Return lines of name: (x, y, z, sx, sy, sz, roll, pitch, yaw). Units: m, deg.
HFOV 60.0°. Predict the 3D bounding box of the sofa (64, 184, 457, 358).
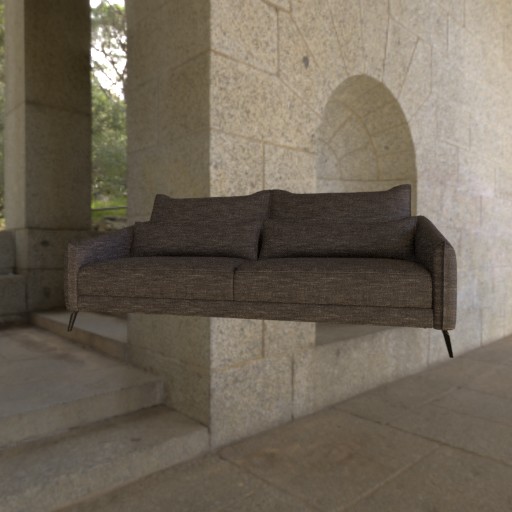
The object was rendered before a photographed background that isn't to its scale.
sofa: (0.000, 0.000, 2.517, 2.019, 0.843, 0.807, 0, 1, 17)
